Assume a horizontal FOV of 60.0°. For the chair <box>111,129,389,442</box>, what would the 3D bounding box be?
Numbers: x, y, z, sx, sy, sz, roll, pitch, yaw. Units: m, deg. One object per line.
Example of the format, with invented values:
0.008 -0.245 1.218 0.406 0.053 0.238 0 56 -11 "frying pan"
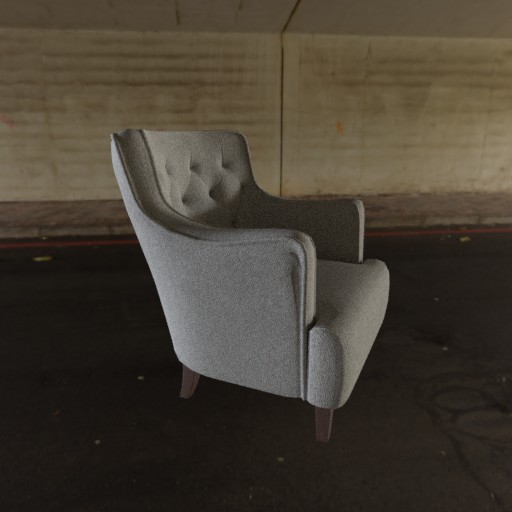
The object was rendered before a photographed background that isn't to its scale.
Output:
0.000 0.000 1.645 0.910 0.920 0.820 7 17 24 "chair"
